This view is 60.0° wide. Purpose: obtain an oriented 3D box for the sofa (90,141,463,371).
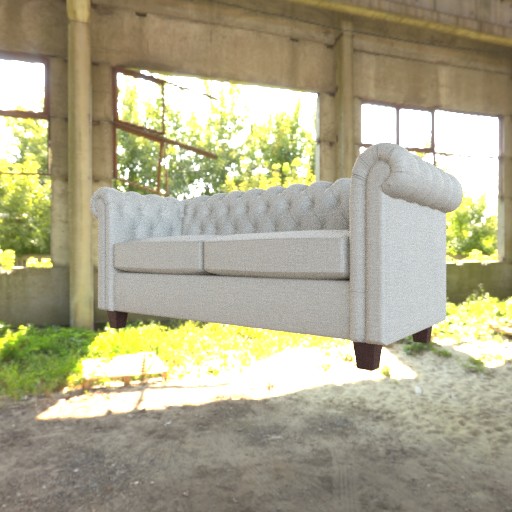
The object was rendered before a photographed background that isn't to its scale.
[{"bbox_3d":[0.000,0.000,2.262,1.798,0.797,0.783,0,0,37],"label":"sofa"}]
